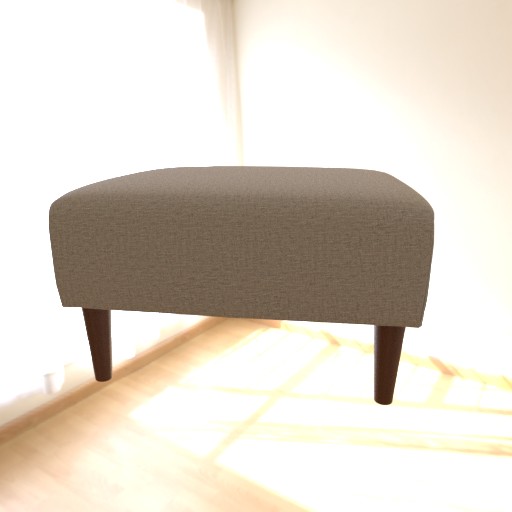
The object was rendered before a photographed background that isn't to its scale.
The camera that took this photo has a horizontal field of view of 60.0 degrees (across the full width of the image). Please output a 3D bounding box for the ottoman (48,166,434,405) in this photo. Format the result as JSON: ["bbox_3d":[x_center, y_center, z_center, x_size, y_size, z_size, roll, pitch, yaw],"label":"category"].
[{"bbox_3d":[0.000,0.000,1.051,0.655,0.399,0.648,2,16,8],"label":"ottoman"}]
